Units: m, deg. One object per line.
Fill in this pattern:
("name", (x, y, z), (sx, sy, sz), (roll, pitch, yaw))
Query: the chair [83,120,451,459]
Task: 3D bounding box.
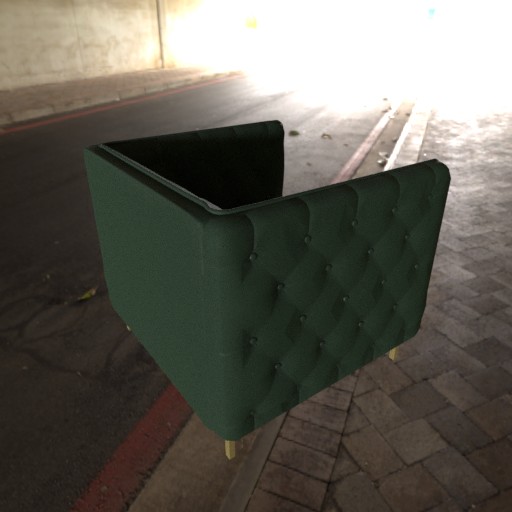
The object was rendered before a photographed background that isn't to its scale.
("chair", (0.000, 0.000, 1.576), (0.855, 0.768, 0.917), (-19, 33, -31))
